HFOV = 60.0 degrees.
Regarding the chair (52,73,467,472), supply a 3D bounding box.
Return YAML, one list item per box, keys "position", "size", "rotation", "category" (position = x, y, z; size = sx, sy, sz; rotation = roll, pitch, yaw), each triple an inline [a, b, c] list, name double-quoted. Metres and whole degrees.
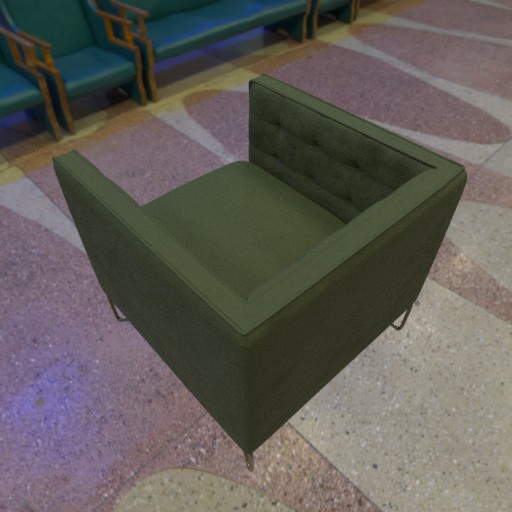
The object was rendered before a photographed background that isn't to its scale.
- position: [0.000, 0.000, 1.548]
  size: [0.880, 0.790, 0.894]
  rotation: [-33, 54, -28]
  category: "chair"
